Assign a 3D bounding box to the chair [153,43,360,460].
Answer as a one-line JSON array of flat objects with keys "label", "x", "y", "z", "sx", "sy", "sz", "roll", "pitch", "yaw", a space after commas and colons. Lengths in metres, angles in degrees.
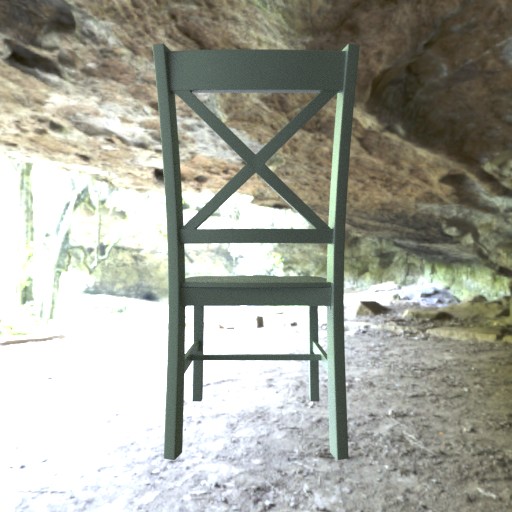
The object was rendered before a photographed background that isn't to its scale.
[{"label": "chair", "x": 0.000, "y": 0.000, "z": 1.279, "sx": 0.485, "sy": 0.983, "sz": 0.542, "roll": 0, "pitch": -1, "yaw": 0}]
